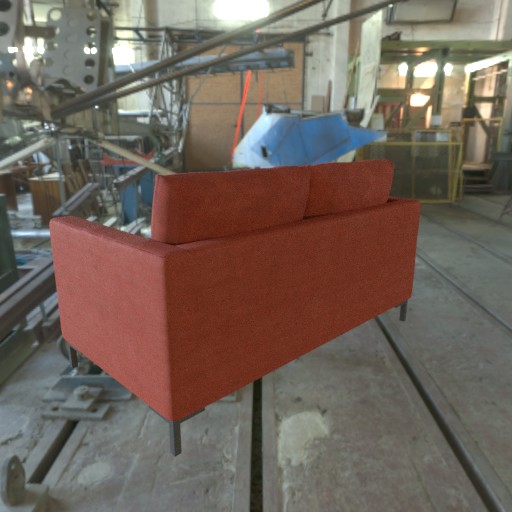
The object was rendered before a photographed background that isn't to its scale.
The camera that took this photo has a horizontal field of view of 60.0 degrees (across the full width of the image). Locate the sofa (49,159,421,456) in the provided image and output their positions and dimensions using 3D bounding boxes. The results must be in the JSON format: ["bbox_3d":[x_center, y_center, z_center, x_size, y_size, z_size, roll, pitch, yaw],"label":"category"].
[{"bbox_3d":[0.000,0.000,2.091,1.574,0.896,0.864,-16,22,-43],"label":"sofa"}]
